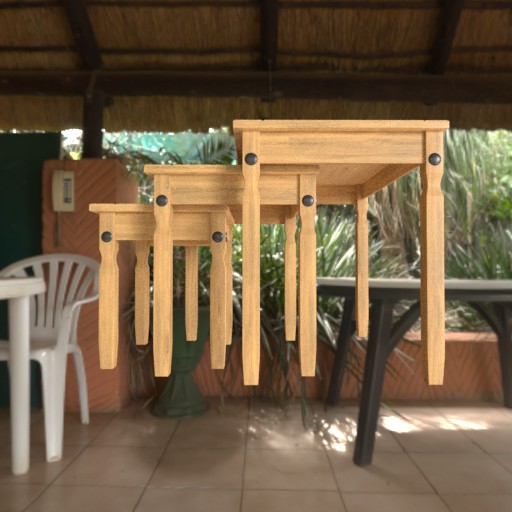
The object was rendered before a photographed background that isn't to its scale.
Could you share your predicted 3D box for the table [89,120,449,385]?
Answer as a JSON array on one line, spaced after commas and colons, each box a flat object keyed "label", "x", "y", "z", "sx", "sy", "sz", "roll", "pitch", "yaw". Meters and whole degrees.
[{"label": "table", "x": 0.000, "y": 0.000, "z": 1.213, "sx": 0.773, "sy": 0.535, "sz": 0.660, "roll": 0, "pitch": -1, "yaw": 0}]
